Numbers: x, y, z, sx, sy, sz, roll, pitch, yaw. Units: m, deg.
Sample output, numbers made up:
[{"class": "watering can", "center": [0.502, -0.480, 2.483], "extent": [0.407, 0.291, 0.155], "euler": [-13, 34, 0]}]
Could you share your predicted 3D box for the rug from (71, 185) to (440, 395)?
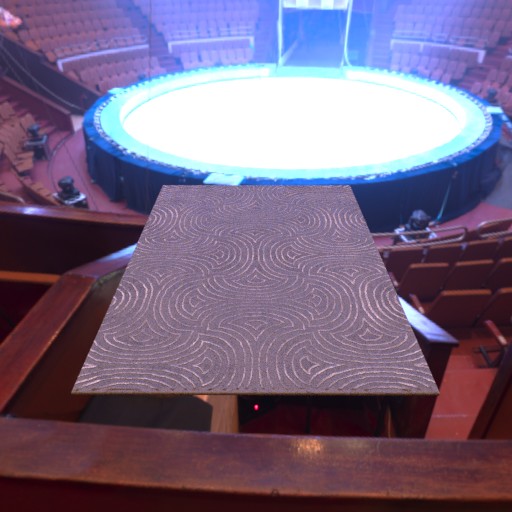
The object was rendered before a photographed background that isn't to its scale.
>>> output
[{"class": "rug", "center": [0.000, 0.000, 2.753], "extent": [1.543, 0.015, 2.144], "euler": [0, 33, 0]}]
